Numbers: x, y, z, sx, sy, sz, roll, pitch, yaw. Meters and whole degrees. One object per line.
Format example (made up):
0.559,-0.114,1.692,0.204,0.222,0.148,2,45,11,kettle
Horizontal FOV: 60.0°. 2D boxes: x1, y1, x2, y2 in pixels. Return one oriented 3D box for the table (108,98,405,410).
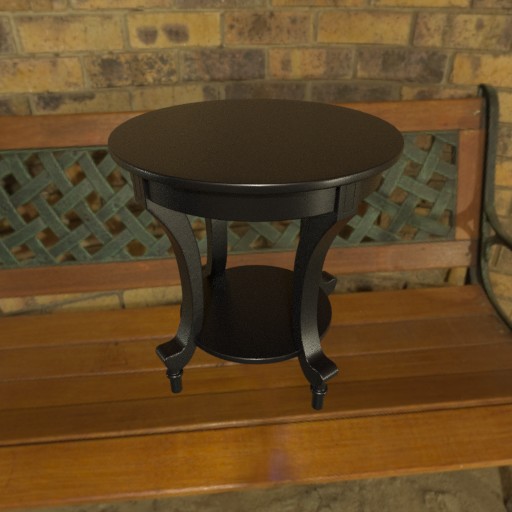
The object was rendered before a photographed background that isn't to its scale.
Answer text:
0.000,0.000,1.085,0.597,0.618,0.597,0,31,0,table
